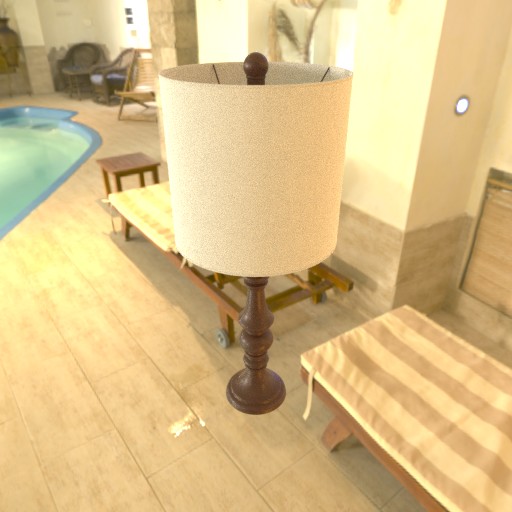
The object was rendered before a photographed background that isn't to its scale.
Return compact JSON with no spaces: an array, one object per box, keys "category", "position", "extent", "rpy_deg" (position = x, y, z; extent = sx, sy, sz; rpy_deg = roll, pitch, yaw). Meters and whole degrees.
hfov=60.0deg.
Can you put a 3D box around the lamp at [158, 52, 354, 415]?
[{"category":"lamp","position":[0.000,0.000,0.712],"extent":[0.250,0.597,0.250],"rpy_deg":[-17,33,-27]}]
